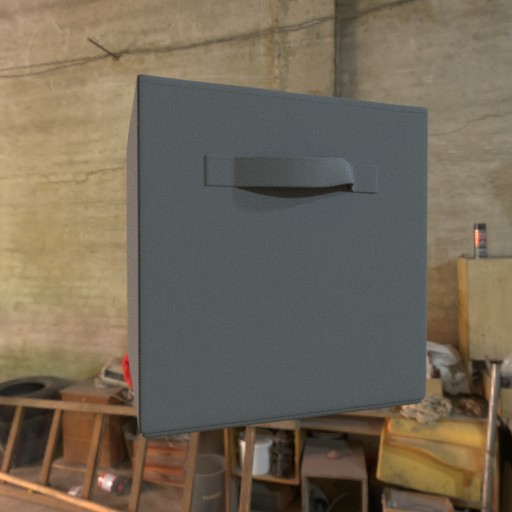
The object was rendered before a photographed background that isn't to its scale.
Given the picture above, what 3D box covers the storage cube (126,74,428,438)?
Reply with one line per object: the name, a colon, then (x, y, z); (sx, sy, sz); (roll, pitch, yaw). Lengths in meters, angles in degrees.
storage cube: (0.000, 0.000, 0.488); (0.270, 0.280, 0.270); (0, 1, -18)
